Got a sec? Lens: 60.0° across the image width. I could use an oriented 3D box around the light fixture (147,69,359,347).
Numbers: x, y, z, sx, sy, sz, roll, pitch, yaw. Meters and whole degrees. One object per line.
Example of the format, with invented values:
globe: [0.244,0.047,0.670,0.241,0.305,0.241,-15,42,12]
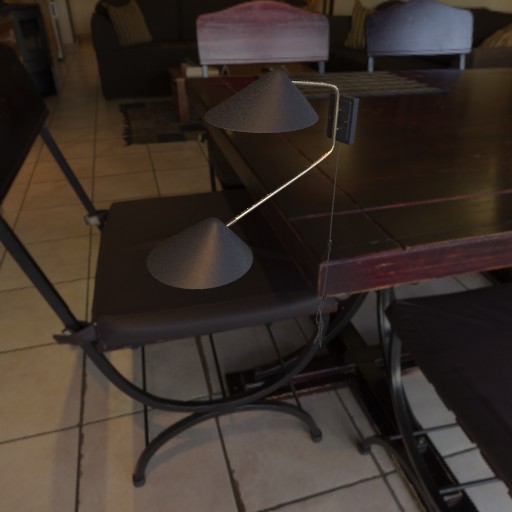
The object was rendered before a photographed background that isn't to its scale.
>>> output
light fixture: [0.000,0.000,0.857,0.422,0.665,0.189,-20,37,-29]
